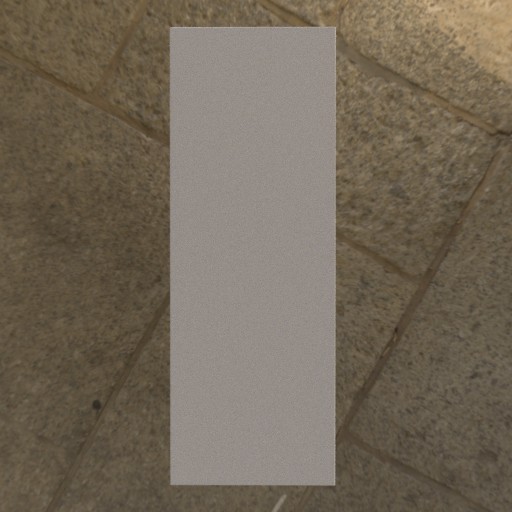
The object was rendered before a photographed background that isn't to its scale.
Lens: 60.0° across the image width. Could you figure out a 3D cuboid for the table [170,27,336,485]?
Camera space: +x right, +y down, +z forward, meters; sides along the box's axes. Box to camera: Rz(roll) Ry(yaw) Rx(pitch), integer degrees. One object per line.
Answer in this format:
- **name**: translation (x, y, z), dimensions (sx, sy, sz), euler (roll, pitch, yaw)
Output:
- **table**: translation (0.000, 0.000, 1.409), dimensions (0.397, 0.753, 1.068), euler (0, 90, 0)
